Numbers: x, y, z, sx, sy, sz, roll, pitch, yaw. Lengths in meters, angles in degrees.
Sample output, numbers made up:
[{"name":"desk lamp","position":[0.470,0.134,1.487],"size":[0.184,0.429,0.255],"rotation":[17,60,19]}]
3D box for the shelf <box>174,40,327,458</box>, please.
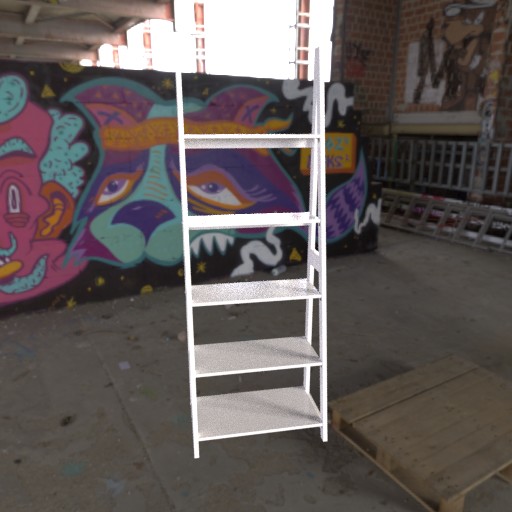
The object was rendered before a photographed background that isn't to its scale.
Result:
[{"name":"shelf","position":[0.000,0.000,1.984],"size":[0.636,1.779,0.341],"rotation":[-3,16,-10]}]
